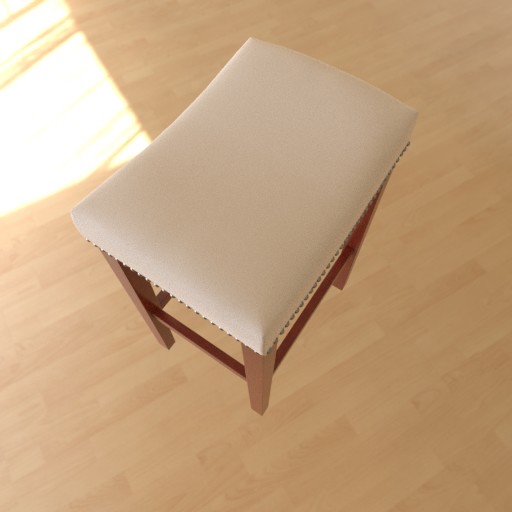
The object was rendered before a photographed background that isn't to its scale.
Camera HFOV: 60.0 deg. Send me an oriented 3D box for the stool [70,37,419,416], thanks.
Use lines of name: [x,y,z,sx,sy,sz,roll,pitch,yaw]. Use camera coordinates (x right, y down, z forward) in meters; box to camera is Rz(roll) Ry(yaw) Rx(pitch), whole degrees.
stool: [0.000,0.000,1.023,0.372,0.742,0.504,31,66,15]
